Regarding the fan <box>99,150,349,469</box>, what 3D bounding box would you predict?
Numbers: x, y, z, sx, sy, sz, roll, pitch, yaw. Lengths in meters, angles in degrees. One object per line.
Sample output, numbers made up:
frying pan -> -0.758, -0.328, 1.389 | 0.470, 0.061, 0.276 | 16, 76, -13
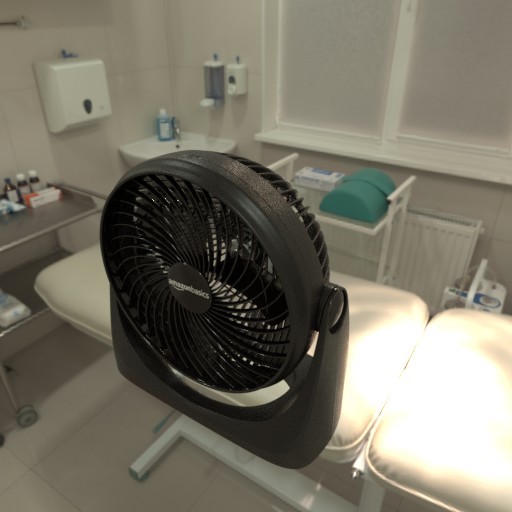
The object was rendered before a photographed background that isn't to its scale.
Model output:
fan -> 0.000, 0.000, 0.495 | 0.273, 0.277, 0.256 | 18, 35, 28
